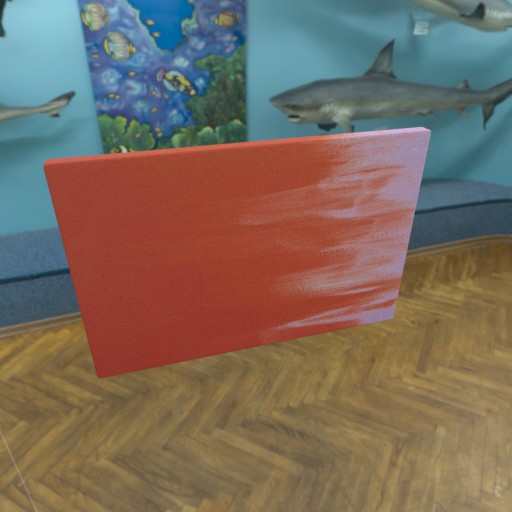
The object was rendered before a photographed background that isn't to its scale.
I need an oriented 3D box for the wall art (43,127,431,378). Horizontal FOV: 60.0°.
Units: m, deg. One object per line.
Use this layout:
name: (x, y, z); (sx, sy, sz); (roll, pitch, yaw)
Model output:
wall art: (0.000, 0.000, 1.181); (0.913, 0.609, 0.040); (-9, 32, -14)
